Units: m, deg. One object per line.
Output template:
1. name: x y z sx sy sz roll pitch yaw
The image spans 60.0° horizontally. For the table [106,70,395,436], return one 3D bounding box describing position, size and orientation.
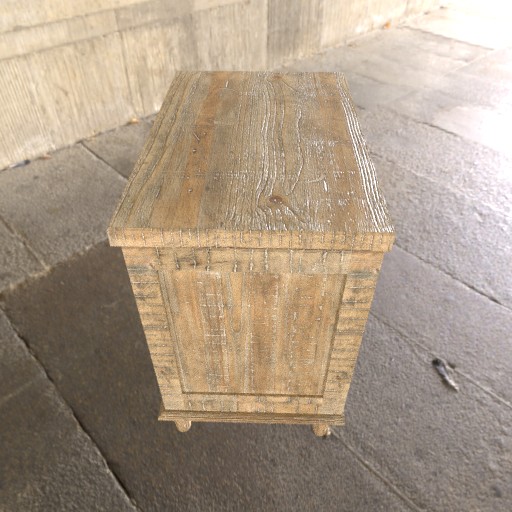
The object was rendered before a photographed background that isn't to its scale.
1. table: 0.000 0.000 1.168 0.457 0.711 0.686 1 42 1
